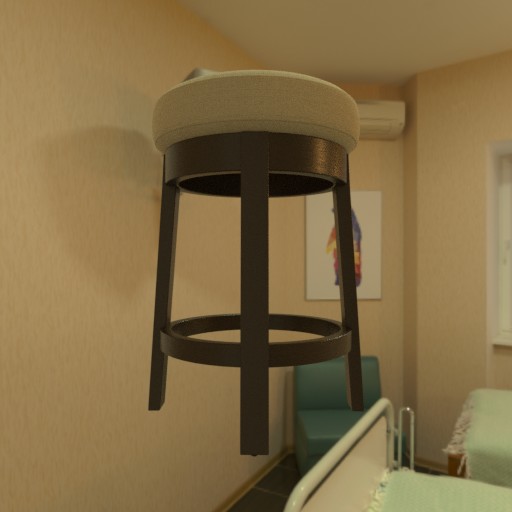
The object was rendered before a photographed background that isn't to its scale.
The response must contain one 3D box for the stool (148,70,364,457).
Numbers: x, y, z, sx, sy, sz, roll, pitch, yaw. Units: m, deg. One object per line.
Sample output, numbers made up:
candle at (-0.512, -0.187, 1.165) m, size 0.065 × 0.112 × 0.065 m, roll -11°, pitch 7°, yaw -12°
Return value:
stool at (0.000, 0.000, 0.942) m, size 0.449 × 0.655 × 0.449 m, roll 0°, pitch 0°, yaw 0°
